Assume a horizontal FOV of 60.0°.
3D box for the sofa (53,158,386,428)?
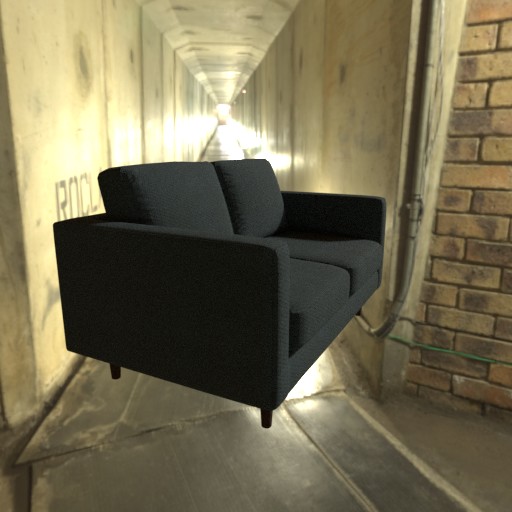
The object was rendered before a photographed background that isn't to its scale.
[{"bbox_3d":[0.000,0.000,2.204,0.999,0.930,1.518,7,16,27],"label":"sofa"}]
